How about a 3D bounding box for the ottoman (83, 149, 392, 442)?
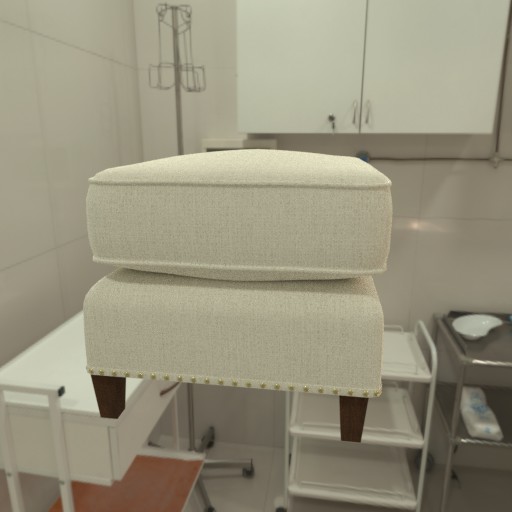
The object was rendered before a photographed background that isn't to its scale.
[{"bbox_3d":[0.000,0.000,1.144,0.589,0.537,0.738,2,15,8],"label":"ottoman"}]
